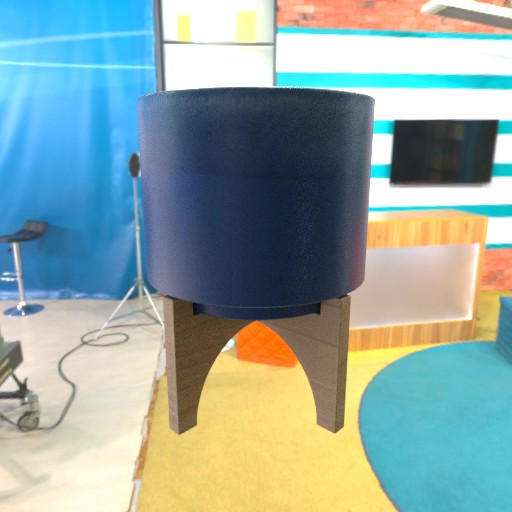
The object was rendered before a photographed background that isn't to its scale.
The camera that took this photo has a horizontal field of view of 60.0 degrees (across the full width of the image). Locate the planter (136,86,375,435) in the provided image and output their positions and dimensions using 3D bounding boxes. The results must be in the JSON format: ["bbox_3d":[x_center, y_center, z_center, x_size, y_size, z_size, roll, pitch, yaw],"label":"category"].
[{"bbox_3d":[0.000,0.000,0.399,0.192,0.263,0.192,0,14,0],"label":"planter"}]
